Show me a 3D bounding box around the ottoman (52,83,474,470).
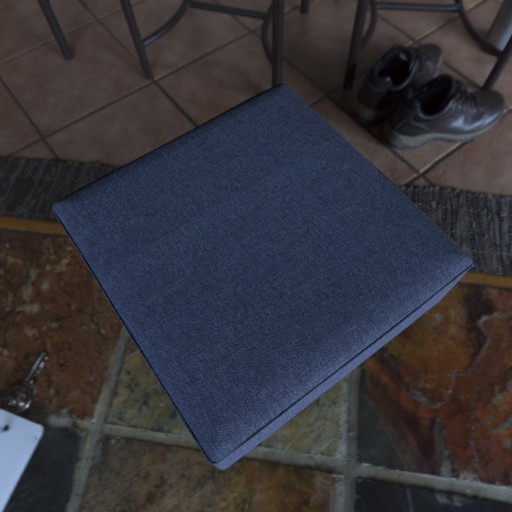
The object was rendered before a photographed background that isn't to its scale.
[{"bbox_3d":[0.000,0.000,1.596,1.023,0.423,1.017,-32,67,-15],"label":"ottoman"}]
